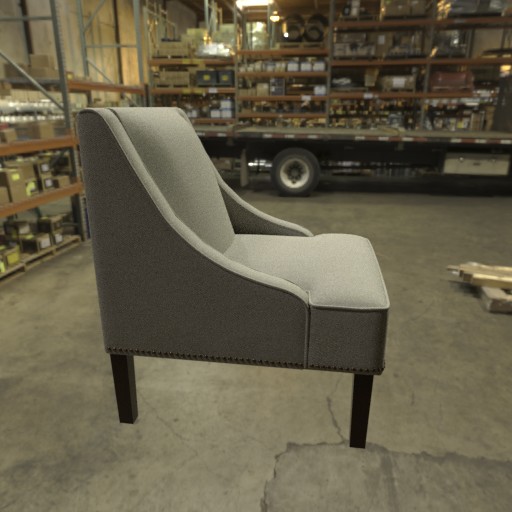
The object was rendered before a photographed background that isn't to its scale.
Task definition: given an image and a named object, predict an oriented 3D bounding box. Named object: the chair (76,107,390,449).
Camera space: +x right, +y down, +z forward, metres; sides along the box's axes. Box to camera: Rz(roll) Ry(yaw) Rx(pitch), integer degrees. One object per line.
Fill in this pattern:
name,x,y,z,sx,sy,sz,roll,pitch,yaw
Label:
chair,0.000,0.000,1.372,0.748,0.872,0.628,3,19,8
